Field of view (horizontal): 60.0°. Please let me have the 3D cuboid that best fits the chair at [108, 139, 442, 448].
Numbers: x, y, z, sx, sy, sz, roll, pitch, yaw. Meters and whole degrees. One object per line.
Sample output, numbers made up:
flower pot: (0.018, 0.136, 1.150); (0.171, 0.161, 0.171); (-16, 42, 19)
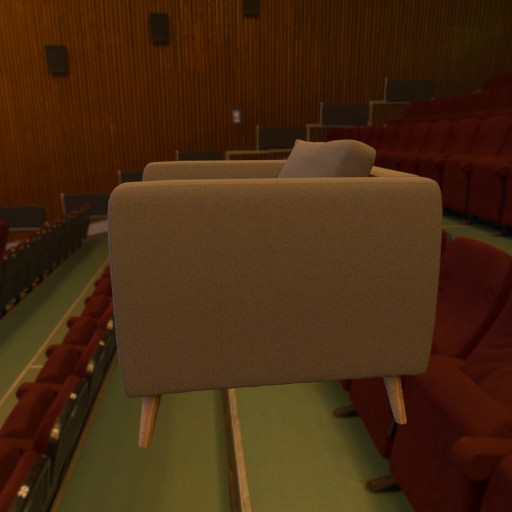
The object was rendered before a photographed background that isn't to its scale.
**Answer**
chair: (0.000, 0.000, 1.677); (0.930, 0.860, 1.000); (-2, 16, -7)
